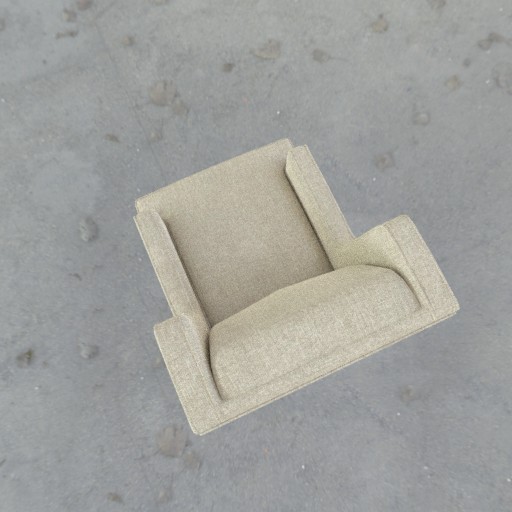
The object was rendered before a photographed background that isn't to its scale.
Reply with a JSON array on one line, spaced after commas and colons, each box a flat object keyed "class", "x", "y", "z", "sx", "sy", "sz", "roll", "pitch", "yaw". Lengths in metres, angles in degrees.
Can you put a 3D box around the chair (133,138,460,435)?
[{"class": "chair", "x": 0.000, "y": 0.000, "z": 1.730, "sx": 0.764, "sy": 1.082, "sz": 0.948, "roll": -24, "pitch": 77, "yaw": -6}]
